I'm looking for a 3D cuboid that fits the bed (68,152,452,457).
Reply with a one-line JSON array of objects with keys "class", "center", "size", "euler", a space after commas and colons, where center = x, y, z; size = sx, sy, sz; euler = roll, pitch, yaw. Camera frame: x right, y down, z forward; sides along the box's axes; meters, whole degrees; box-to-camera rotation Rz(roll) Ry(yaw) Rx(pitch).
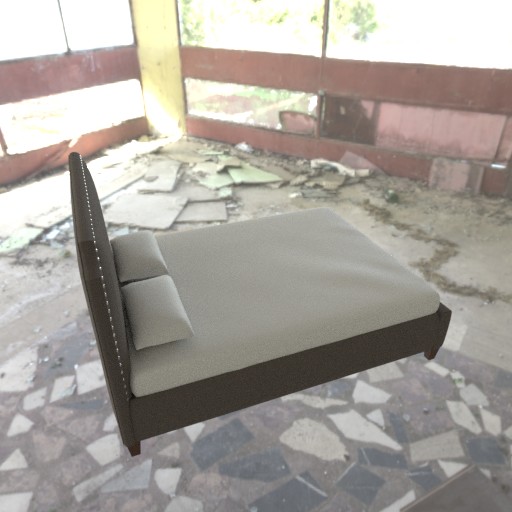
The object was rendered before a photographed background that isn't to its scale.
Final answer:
[{"class": "bed", "center": [0.000, 0.000, 3.322], "size": [2.372, 1.443, 1.713], "euler": [-11, 33, -18]}]
